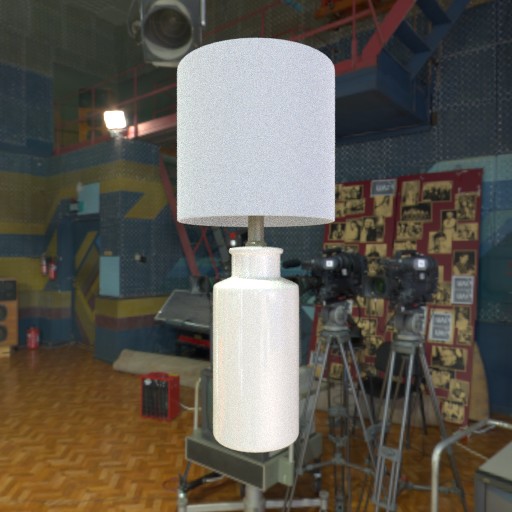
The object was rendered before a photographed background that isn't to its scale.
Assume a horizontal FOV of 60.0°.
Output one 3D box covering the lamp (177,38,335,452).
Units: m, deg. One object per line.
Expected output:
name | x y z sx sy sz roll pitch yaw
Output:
lamp | 0.000 0.000 0.606 0.212 0.493 0.212 0 0 0
